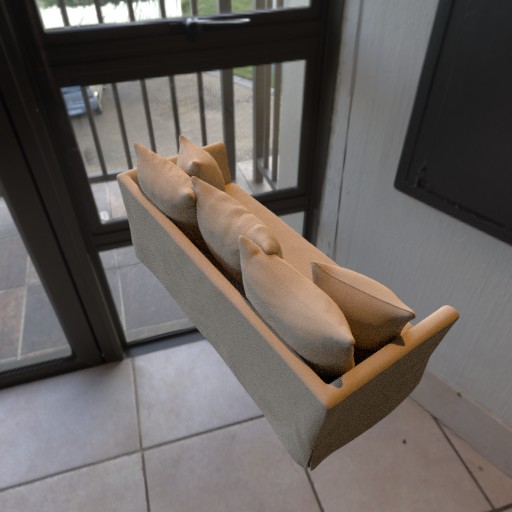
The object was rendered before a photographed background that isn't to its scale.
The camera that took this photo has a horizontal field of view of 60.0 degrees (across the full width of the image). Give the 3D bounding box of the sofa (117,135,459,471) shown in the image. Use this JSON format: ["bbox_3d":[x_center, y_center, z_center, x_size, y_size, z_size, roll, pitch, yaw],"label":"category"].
[{"bbox_3d":[0.000,0.000,3.122,1.046,1.047,2.499,-25,47,-26],"label":"sofa"}]
